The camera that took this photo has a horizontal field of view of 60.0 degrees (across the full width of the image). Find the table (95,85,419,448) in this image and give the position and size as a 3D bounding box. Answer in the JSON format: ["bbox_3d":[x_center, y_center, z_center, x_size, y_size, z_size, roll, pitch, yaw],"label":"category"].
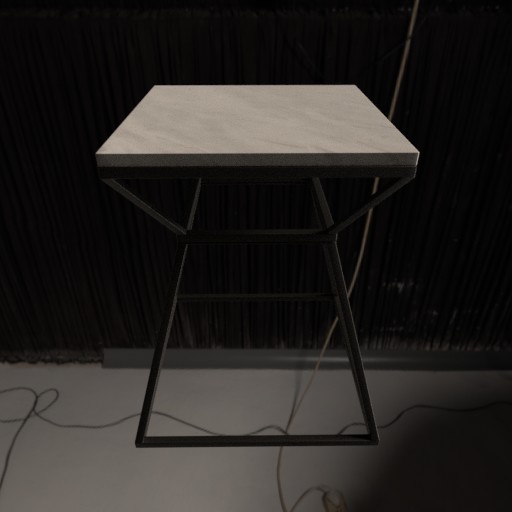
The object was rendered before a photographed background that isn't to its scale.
[{"bbox_3d":[0.000,0.000,0.872,0.455,0.559,0.455,0,32,-1],"label":"table"}]
